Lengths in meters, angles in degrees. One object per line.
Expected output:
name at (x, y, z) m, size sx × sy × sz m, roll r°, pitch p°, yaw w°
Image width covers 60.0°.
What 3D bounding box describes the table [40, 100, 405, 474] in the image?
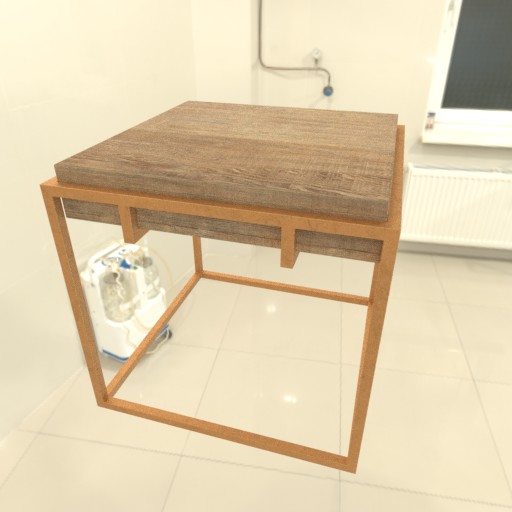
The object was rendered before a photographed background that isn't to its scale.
table at (0.000, 0.000, 1.068) m, size 0.599 × 0.584 × 0.599 m, roll 9°, pitch 32°, yaw 14°
